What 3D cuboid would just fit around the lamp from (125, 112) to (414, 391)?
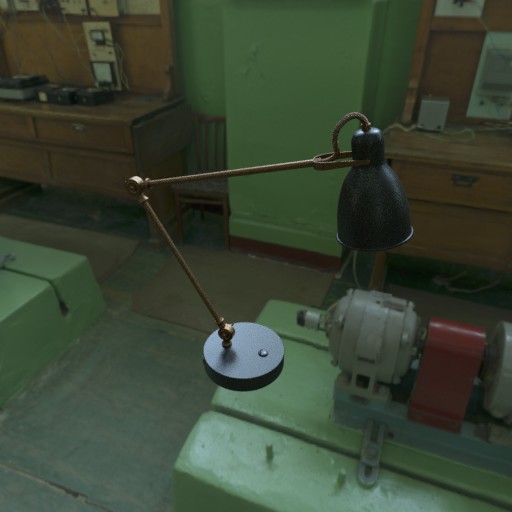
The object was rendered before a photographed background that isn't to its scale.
[{"bbox_3d":[0.000,0.000,0.877,0.561,0.587,0.187,11,33,17],"label":"lamp"}]
